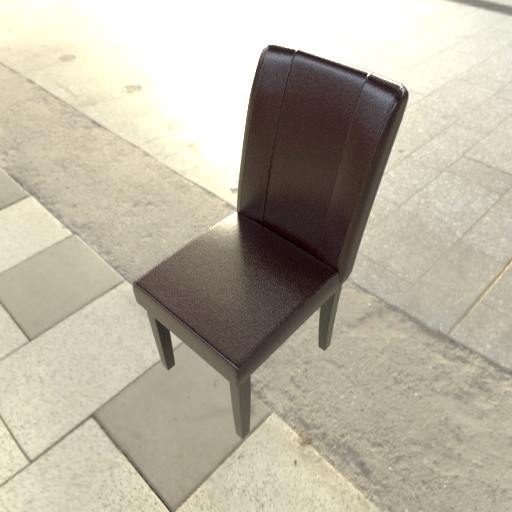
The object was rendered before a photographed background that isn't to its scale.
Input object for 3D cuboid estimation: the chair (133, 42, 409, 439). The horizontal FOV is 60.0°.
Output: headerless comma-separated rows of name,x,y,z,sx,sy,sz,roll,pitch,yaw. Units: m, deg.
chair,0.000,0.000,1.198,0.399,0.897,0.556,33,54,28
